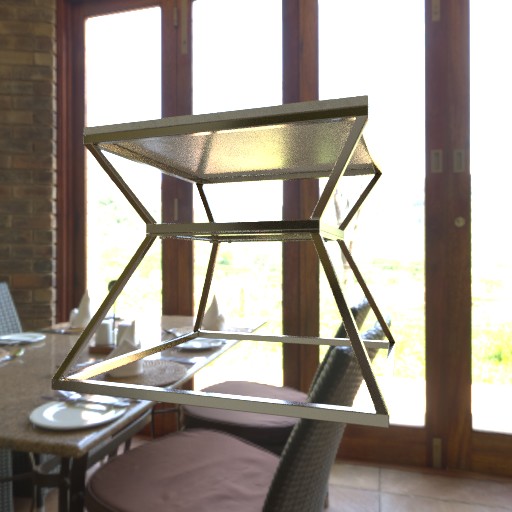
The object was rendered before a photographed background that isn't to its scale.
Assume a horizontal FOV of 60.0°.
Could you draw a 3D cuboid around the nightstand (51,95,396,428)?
[{"bbox_3d":[0.000,0.000,0.867,0.513,0.426,0.514,0,-1,18],"label":"nightstand"}]
